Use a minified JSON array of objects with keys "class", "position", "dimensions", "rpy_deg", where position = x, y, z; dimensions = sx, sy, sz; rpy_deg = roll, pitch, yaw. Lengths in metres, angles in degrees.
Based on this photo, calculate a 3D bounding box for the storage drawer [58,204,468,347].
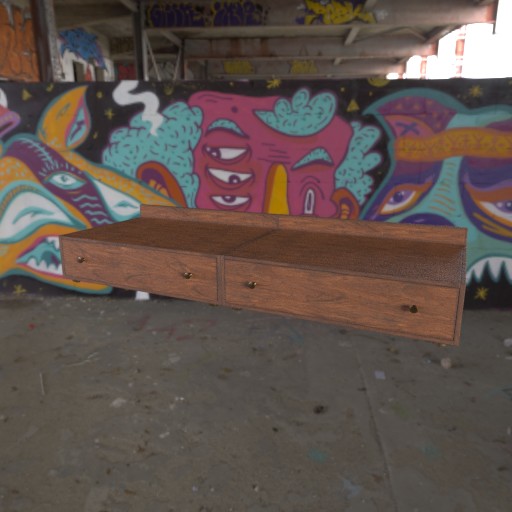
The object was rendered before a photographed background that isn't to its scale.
[{"class":"storage drawer","position":[0.000,0.000,2.241],"dimensions":[1.914,0.339,0.774],"rpy_deg":[7,16,24]}]
